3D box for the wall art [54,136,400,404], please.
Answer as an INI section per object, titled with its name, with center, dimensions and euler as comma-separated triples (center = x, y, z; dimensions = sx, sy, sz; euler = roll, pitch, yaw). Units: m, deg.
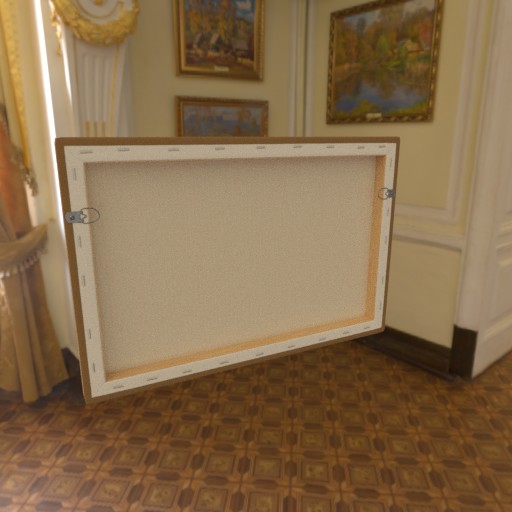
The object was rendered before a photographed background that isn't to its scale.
[wall art]
center = 0.000, 0.000, 0.488
dimensions = 0.380, 0.254, 0.019
euler = -8, 17, -26
